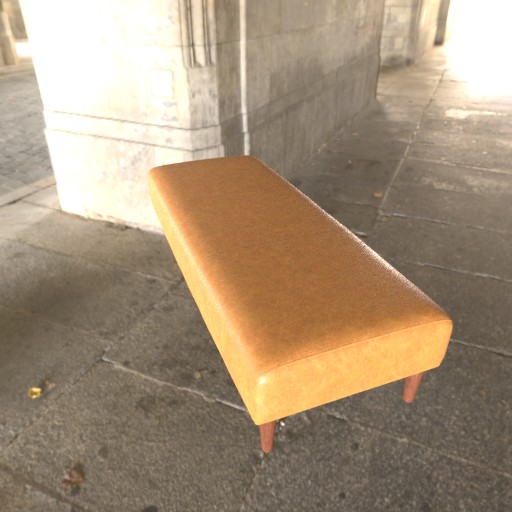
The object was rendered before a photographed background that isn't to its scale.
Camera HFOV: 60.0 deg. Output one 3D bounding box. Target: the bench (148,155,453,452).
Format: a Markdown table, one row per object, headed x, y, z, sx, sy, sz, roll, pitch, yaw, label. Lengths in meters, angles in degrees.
| x | y | z | sx | sy | sz | roll | pitch | yaw | label |
| --- | --- | --- | --- | --- | --- | --- | --- | --- | --- |
| 0.000 | 0.000 | 1.889 | 0.653 | 0.399 | 1.610 | -11 | 32 | -18 | bench |
